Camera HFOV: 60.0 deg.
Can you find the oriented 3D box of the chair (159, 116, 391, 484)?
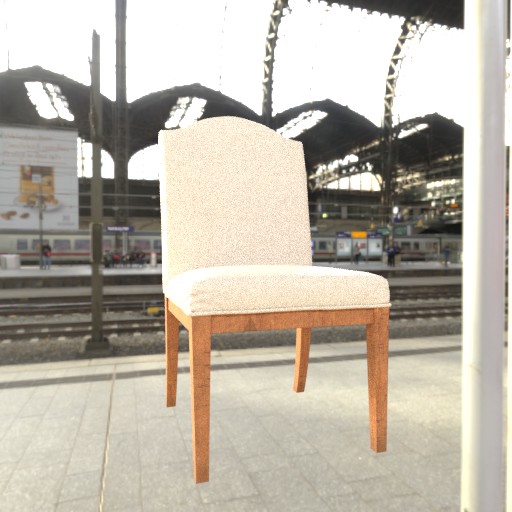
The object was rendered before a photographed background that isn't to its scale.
[{"bbox_3d":[0.000,0.000,1.373,0.534,1.012,0.648,0,1,-19],"label":"chair"}]
